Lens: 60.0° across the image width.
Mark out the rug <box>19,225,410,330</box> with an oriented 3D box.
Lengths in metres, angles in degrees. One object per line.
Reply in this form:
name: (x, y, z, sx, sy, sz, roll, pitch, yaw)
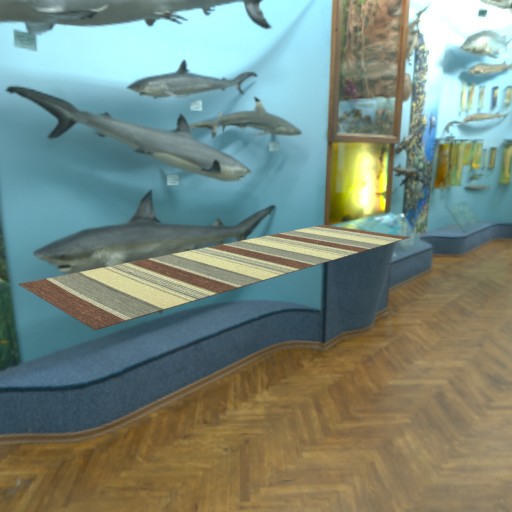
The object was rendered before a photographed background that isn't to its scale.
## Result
rug: (0.000, 0.000, 2.696, 0.792, 0.006, 2.437, 13, 19, 43)
